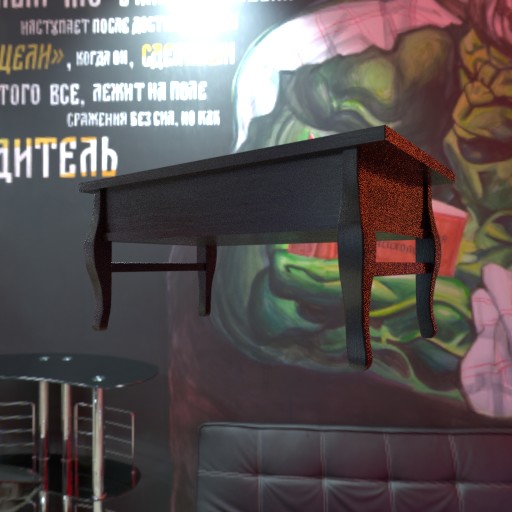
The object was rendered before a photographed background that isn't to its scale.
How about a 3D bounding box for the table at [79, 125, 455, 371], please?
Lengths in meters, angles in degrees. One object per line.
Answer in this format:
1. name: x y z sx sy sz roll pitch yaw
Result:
1. table: 0.000 0.000 1.412 1.062 0.494 0.600 -1 -1 37
